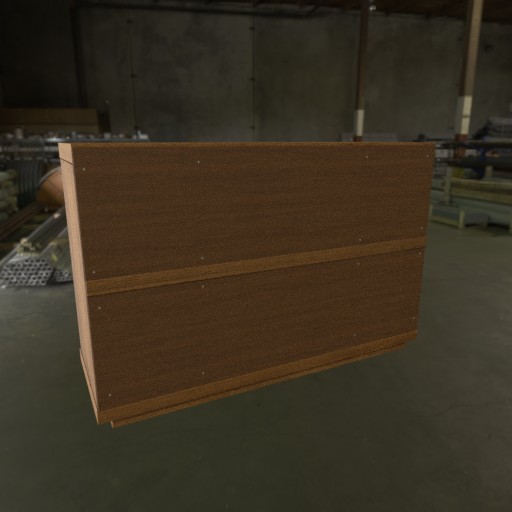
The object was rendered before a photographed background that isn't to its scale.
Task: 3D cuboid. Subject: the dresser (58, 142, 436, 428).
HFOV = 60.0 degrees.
[{"bbox_3d":[0.000,0.000,1.665,1.261,0.825,0.479,-7,16,-26],"label":"dresser"}]
